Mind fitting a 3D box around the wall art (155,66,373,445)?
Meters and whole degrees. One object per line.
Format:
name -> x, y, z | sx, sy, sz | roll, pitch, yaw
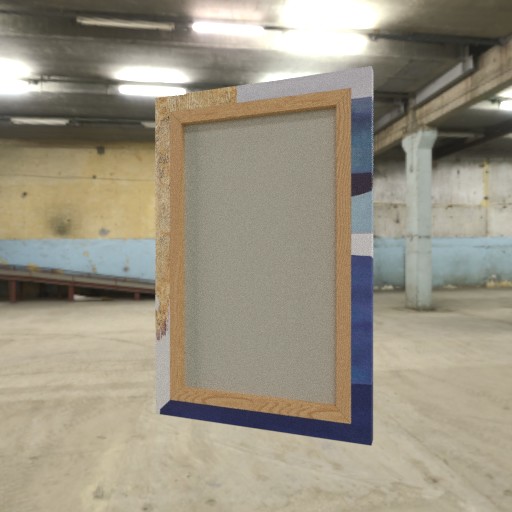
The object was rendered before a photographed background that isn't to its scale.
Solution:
wall art -> 0.000, 0.000, 1.189 | 0.607, 0.911, 0.039 | 0, 0, 21
